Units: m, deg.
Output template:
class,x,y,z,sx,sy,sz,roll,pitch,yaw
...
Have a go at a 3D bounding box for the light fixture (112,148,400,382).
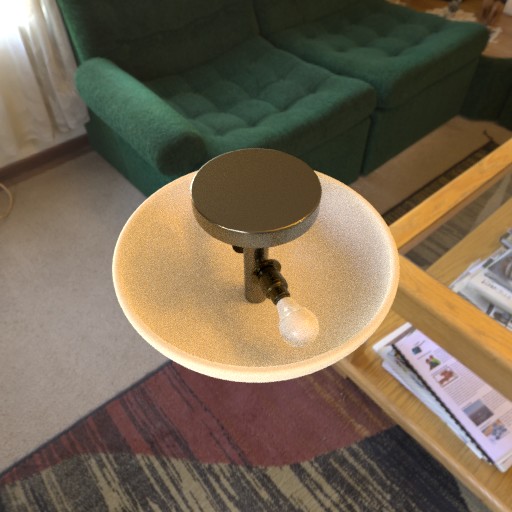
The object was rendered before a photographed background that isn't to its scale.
class,x,y,z,sx,sy,sz,roll,pitch,yaw
light fixture,0.000,0.000,0.532,0.330,0.214,0.330,0,48,0
